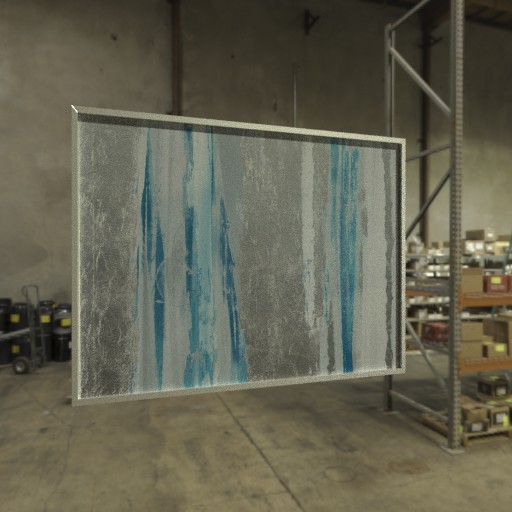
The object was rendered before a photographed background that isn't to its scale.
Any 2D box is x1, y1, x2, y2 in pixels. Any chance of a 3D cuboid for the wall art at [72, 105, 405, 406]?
[{"bbox_3d":[0.000,0.000,1.379,1.056,0.801,0.066,0,0,-19],"label":"wall art"}]
